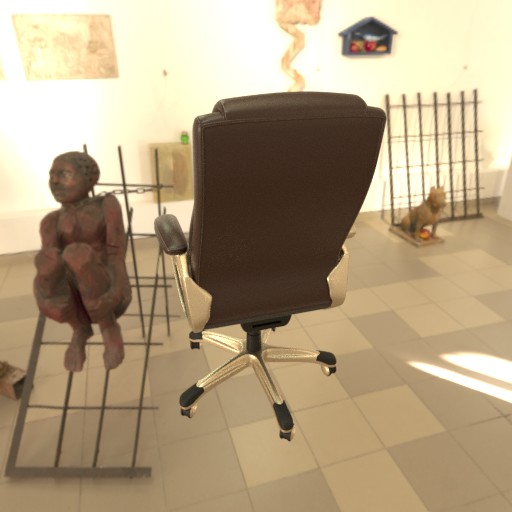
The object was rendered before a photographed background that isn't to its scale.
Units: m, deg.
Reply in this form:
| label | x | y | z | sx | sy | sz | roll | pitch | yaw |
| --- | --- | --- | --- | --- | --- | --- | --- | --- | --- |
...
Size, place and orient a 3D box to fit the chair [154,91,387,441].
| label | x | y | z | sx | sy | sz | roll | pitch | yaw |
| --- | --- | --- | --- | --- | --- | --- | --- | --- | --- |
| chair | 0.000 | 0.000 | 1.621 | 0.692 | 1.194 | 0.749 | -8 | 27 | -16 |
